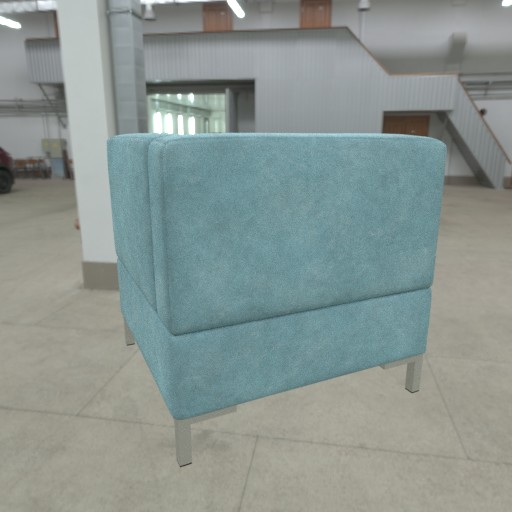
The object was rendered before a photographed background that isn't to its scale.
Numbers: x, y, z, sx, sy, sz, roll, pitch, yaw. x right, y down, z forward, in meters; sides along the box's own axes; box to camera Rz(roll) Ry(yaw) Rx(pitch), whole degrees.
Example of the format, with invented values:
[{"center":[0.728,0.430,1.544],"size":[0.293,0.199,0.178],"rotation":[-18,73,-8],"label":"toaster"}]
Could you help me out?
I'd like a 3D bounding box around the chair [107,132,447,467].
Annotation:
[{"center":[0.000,0.000,1.236],"size":[0.691,0.660,0.684],"rotation":[-7,17,-25],"label":"chair"}]
